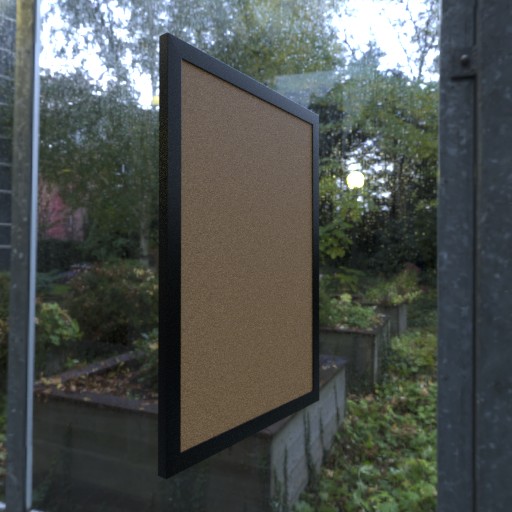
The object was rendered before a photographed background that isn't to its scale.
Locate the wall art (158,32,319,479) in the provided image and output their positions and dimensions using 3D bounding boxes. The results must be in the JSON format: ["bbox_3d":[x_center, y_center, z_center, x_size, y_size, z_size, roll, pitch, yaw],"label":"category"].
[{"bbox_3d":[0.000,0.000,0.840,0.019,0.656,0.462,-1,-1,37],"label":"wall art"}]
